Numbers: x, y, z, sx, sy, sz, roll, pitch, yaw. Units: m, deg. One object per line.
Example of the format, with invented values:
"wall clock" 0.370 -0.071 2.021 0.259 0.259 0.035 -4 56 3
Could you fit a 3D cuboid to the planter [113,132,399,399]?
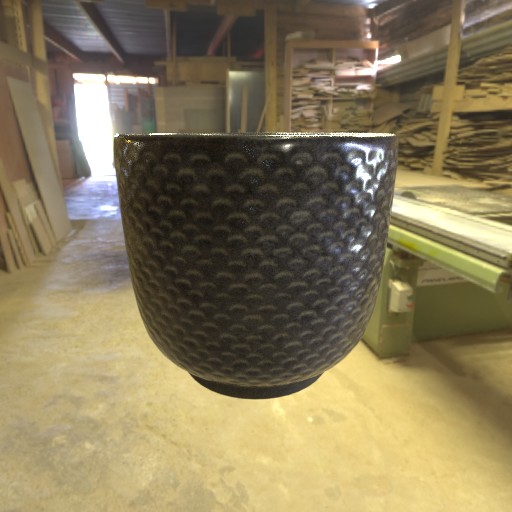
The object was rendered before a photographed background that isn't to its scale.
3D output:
"planter" 0.000 0.000 0.242 0.140 0.129 0.140 0 16 0
